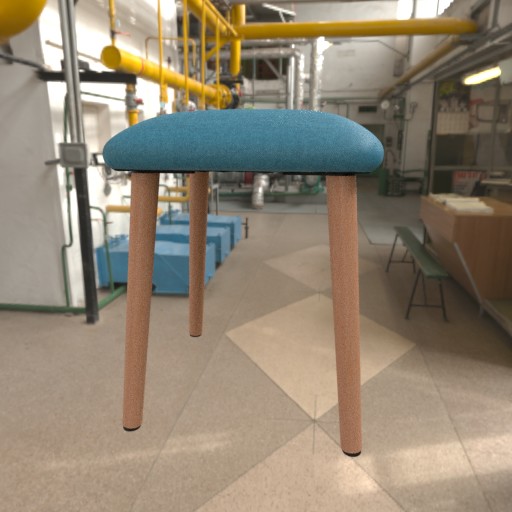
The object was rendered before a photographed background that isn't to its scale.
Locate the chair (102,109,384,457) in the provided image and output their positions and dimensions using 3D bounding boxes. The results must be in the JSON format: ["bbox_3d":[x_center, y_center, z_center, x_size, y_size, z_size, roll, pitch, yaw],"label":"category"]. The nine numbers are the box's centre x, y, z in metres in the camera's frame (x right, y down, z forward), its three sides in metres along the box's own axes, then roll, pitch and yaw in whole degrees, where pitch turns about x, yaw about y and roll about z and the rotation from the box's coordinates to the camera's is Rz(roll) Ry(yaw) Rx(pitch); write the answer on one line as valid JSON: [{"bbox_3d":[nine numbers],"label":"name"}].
[{"bbox_3d":[0.000,0.000,0.721,0.360,0.450,0.360,3,15,9],"label":"chair"}]
